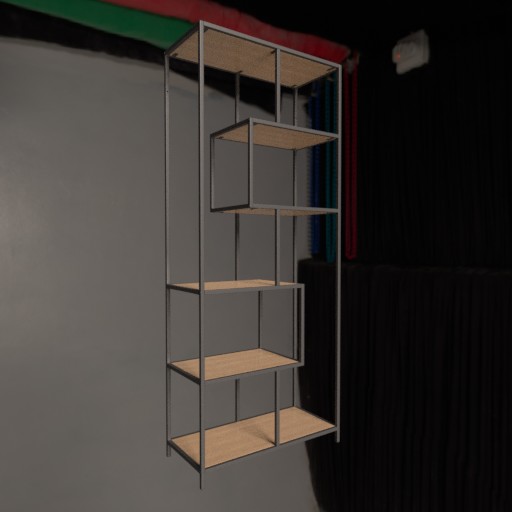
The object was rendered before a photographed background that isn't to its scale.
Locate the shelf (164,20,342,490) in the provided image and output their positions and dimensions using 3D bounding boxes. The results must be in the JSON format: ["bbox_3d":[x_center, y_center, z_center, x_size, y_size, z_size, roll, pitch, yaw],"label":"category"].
[{"bbox_3d":[0.000,0.000,2.103,0.770,1.850,0.350,-1,2,-35],"label":"shelf"}]
